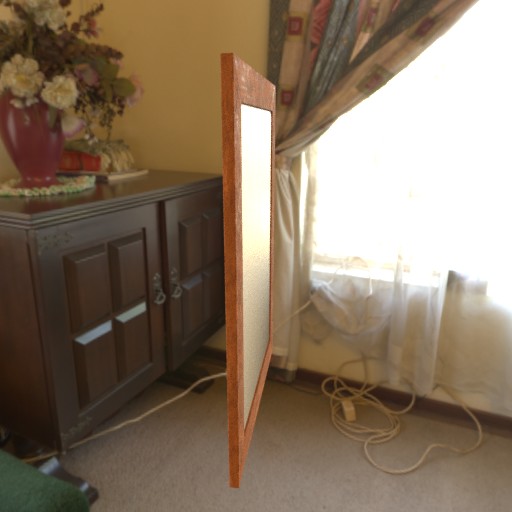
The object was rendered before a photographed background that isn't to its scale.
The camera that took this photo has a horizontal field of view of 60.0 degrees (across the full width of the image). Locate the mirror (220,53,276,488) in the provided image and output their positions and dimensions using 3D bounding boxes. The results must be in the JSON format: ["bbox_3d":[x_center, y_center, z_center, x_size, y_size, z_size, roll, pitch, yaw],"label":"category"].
[{"bbox_3d":[0.000,0.000,1.440,0.028,1.099,0.796,2,16,8],"label":"mirror"}]
